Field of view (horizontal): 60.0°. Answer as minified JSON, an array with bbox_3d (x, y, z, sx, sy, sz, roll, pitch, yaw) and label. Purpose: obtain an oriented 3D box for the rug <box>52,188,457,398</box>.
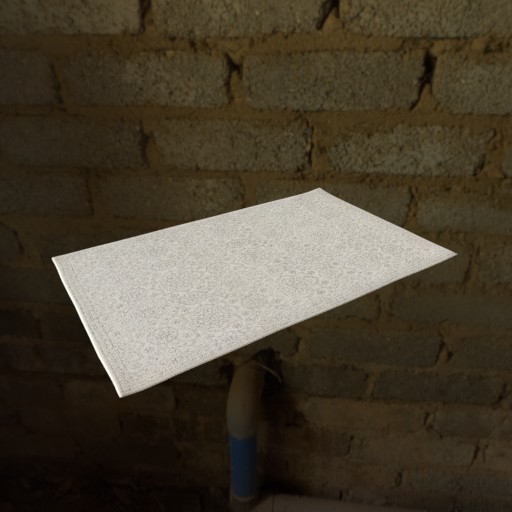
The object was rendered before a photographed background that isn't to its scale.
[{"bbox_3d":[0.000,0.000,2.489,1.947,0.023,1.214,-18,34,-28],"label":"rug"}]
